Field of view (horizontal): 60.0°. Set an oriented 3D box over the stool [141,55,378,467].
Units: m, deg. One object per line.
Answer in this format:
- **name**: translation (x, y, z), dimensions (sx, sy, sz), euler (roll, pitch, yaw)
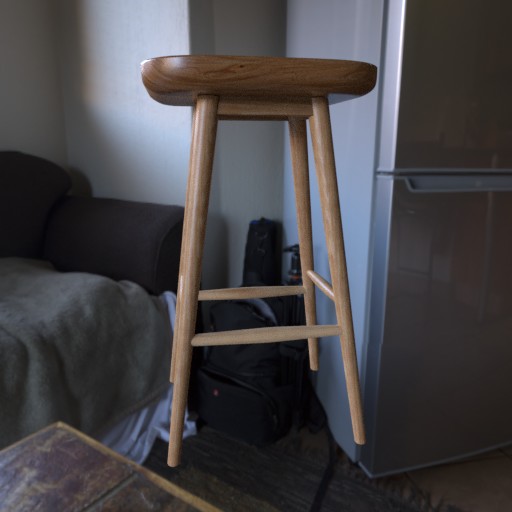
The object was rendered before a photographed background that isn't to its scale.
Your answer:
- **stool**: translation (0.000, 0.000, 0.906), dimensions (0.407, 0.698, 0.322), euler (-2, 14, -10)
